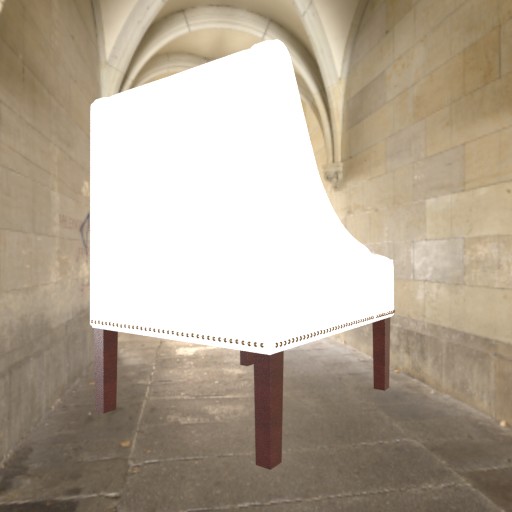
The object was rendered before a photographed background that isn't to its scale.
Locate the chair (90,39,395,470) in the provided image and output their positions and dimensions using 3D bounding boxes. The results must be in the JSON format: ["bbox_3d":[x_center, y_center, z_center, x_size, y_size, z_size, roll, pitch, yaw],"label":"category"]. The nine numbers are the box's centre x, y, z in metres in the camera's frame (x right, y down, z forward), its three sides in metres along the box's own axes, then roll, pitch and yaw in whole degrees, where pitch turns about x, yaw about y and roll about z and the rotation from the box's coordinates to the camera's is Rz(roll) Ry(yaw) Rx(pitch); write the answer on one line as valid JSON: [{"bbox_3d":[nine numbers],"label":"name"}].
[{"bbox_3d":[0.000,0.000,1.349,0.628,0.872,0.748,0,0,36],"label":"chair"}]
